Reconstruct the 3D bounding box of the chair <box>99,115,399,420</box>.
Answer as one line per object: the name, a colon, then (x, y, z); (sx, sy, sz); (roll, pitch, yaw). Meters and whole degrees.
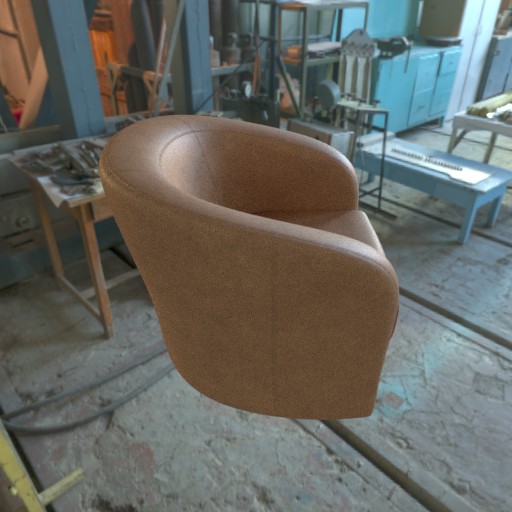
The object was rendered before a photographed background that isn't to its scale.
chair: (0.000, 0.000, 1.407); (0.815, 0.771, 0.791); (1, 33, 2)
